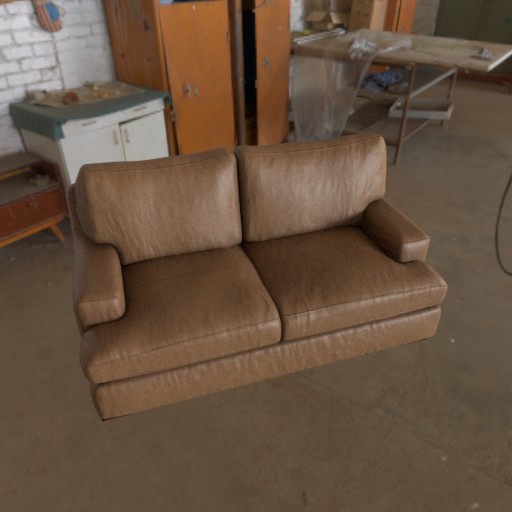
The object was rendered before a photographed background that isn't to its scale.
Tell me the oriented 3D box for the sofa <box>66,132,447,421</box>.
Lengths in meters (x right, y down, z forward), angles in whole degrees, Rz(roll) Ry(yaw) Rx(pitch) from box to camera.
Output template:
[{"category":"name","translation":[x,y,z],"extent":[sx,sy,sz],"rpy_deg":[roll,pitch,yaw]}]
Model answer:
[{"category":"sofa","translation":[0.000,0.000,2.374],"extent":[1.855,0.980,0.962],"rpy_deg":[-10,35,-15]}]
